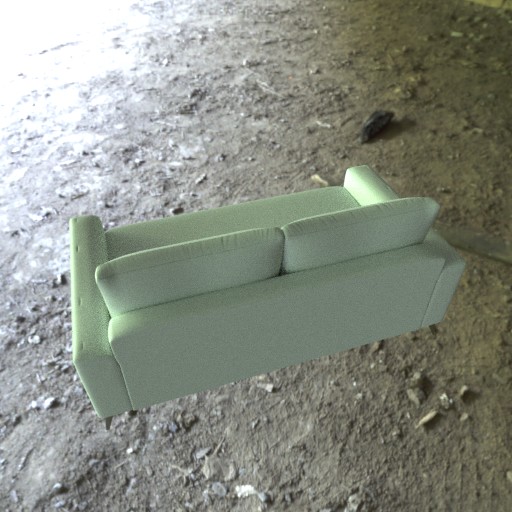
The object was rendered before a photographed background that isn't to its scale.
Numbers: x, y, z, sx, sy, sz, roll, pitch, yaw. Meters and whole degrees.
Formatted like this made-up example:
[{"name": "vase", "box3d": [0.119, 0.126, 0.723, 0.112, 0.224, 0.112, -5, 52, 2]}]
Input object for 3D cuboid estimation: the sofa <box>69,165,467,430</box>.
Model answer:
[{"name": "sofa", "box3d": [0.000, 0.000, 2.125, 1.650, 0.790, 0.920, -12, 43, -14]}]
